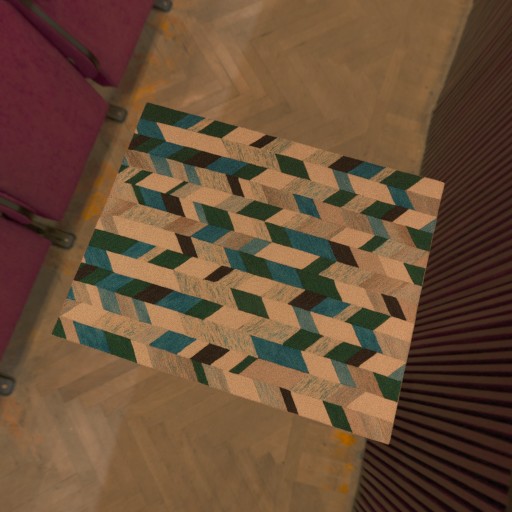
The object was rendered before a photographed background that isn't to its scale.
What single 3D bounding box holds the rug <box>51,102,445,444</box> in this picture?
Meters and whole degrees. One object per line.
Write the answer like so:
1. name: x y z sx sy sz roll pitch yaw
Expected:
1. rug: 0.000 0.000 4.058 3.036 0.008 2.440 16 76 4
